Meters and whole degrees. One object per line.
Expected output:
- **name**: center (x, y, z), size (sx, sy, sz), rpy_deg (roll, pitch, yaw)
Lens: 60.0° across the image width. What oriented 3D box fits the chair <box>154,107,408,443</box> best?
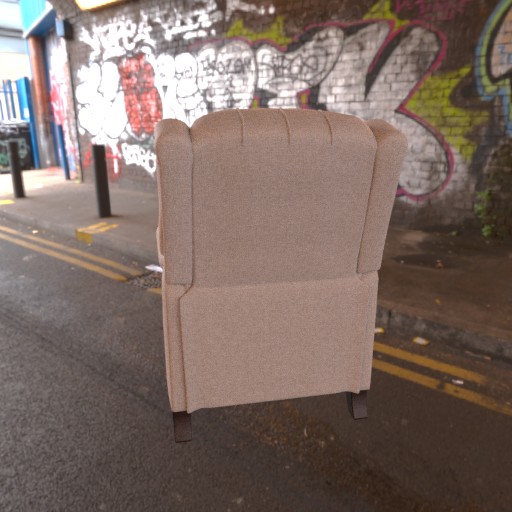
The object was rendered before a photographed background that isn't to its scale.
- **chair**: center (0.000, 0.000, 1.668), size (0.742, 1.035, 0.902), rpy_deg (-3, 17, -11)
